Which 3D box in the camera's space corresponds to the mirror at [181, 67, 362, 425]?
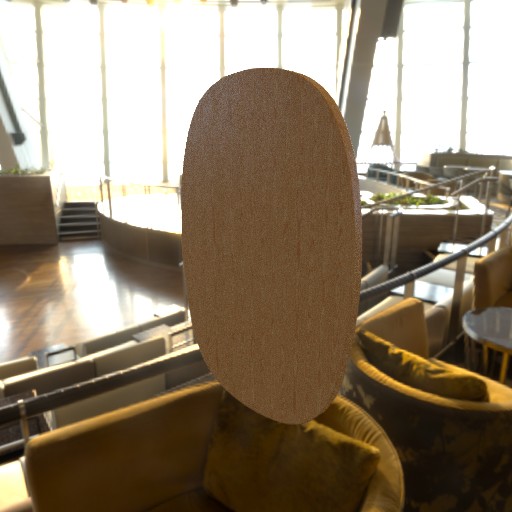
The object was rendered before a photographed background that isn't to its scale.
[{"bbox_3d":[0.000,0.000,1.370,0.724,1.075,0.037,15,21,43],"label":"mirror"}]
